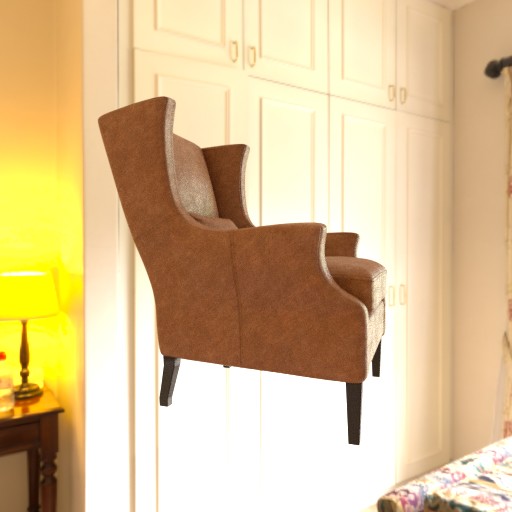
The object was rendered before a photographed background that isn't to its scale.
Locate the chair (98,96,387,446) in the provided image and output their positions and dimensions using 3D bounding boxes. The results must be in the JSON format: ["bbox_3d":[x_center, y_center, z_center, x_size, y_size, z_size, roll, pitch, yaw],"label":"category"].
[{"bbox_3d":[0.000,0.000,1.679,0.926,1.016,0.853,0,1,20],"label":"chair"}]
